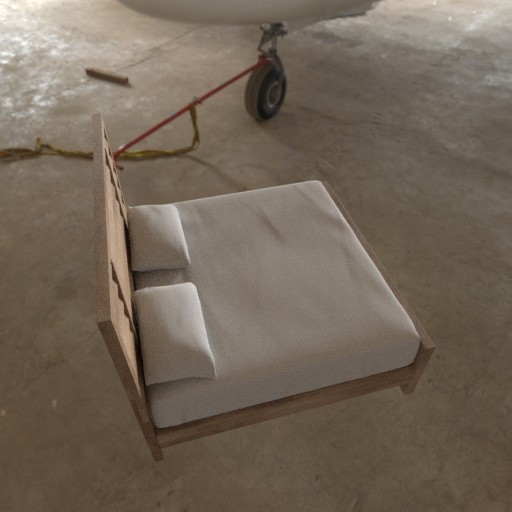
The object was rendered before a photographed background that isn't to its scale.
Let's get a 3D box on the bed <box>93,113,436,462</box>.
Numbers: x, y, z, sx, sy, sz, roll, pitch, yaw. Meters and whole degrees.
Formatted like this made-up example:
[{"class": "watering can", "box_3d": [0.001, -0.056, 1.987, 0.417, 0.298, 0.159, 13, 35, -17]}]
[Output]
[{"class": "bed", "box_3d": [0.000, 0.000, 3.434, 2.032, 1.626, 2.032, -11, 46, -11]}]
